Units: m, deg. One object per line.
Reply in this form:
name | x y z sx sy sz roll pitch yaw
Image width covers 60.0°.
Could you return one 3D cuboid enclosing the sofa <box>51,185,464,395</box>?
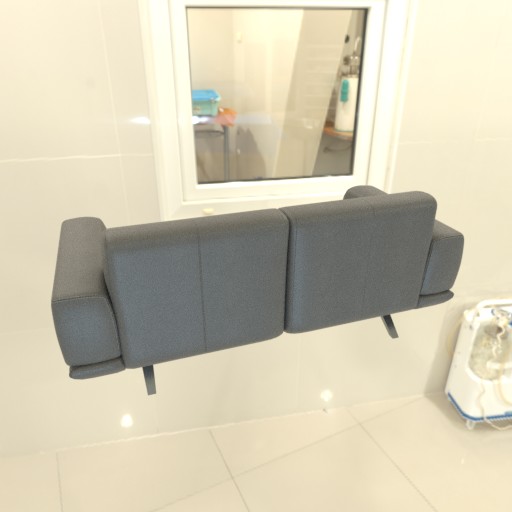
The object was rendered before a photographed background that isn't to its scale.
sofa | 0.000 0.000 2.327 1.901 0.772 0.900 -9 28 -17
